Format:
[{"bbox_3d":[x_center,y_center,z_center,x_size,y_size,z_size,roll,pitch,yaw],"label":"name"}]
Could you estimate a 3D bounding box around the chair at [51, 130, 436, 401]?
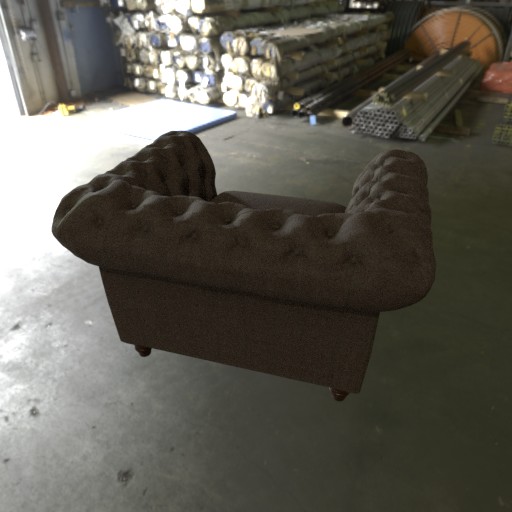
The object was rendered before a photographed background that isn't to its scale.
[{"bbox_3d":[0.000,0.000,1.855,1.298,0.780,0.945,9,33,14],"label":"chair"}]
